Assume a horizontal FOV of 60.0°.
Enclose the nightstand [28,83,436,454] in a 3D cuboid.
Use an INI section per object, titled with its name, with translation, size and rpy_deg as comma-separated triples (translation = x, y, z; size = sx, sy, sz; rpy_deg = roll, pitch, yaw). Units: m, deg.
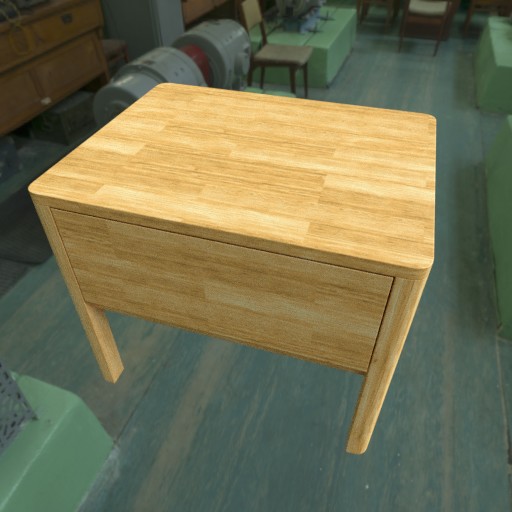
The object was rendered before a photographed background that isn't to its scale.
[nightstand]
translation = 0.000, 0.000, 0.879
size = 0.560, 0.470, 0.440
rpy_deg = 12, 43, 13
